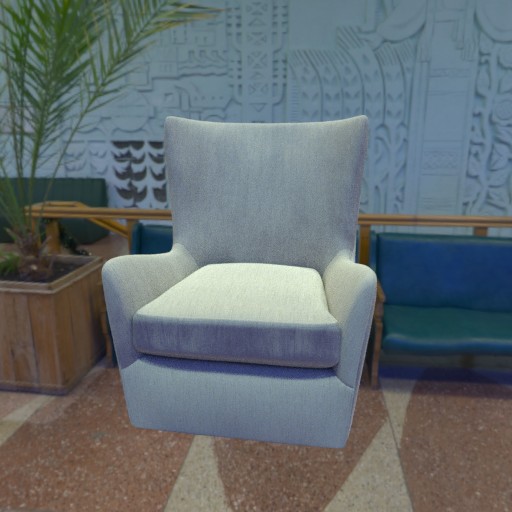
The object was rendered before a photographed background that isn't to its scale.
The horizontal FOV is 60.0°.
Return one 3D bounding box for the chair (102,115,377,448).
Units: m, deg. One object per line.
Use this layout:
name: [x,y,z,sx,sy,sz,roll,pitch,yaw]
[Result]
chair: [0.000,0.000,1.624,0.779,1.000,0.904,2,15,9]
